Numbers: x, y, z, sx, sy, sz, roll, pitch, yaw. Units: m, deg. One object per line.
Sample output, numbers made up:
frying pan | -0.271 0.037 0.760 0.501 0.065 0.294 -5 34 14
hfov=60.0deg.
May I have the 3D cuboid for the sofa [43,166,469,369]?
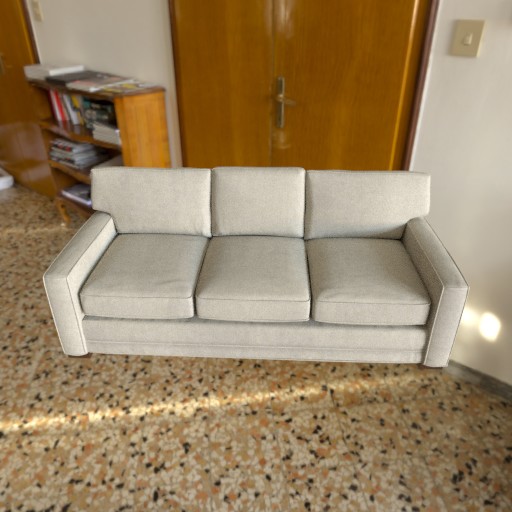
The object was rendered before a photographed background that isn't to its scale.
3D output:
sofa | 0.000 0.000 2.596 2.093 0.862 0.936 1 30 2
